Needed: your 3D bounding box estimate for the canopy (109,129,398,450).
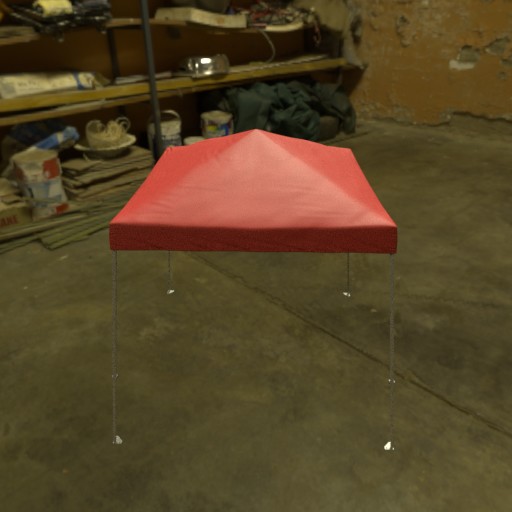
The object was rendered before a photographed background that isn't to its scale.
[{"bbox_3d":[0.000,0.000,5.055,2.848,2.849,2.849,1,29,1],"label":"canopy"}]
